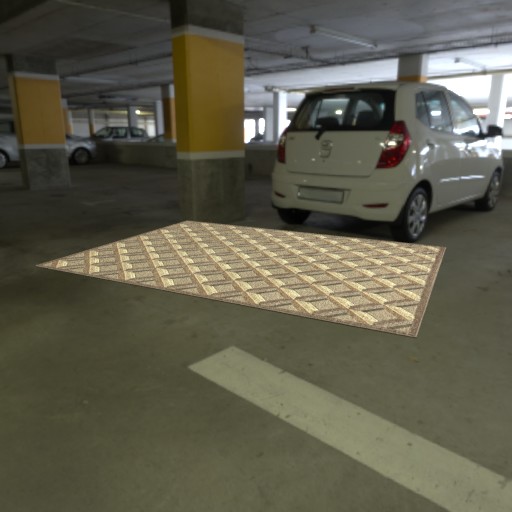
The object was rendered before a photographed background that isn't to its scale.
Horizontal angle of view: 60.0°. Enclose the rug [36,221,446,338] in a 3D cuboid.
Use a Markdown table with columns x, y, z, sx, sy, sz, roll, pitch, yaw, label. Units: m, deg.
| x | y | z | sx | sy | sz | roll | pitch | yaw | label |
| --- | --- | --- | --- | --- | --- | --- | --- | --- | --- |
| 0.000 | 0.000 | 4.342 | 3.294 | 0.018 | 2.382 | 8 | 17 | 25 | rug |
